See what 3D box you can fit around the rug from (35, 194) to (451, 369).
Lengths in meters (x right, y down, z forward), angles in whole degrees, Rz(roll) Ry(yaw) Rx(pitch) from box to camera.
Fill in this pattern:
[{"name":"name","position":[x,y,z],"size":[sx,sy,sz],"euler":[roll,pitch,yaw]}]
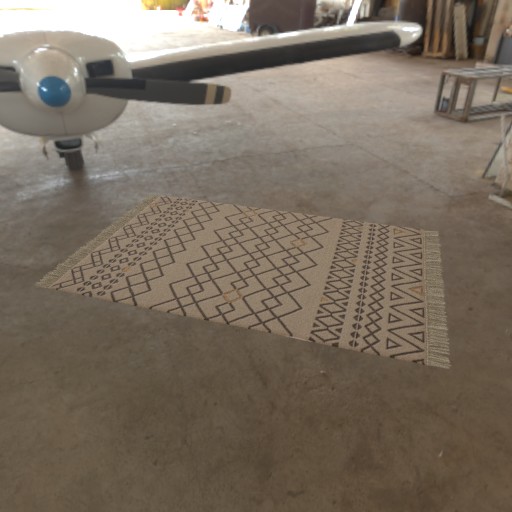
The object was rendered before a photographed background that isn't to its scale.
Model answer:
[{"name":"rug","position":[0.000,0.000,2.518],"size":[2.023,0.028,1.224],"euler":[9,32,15]}]
